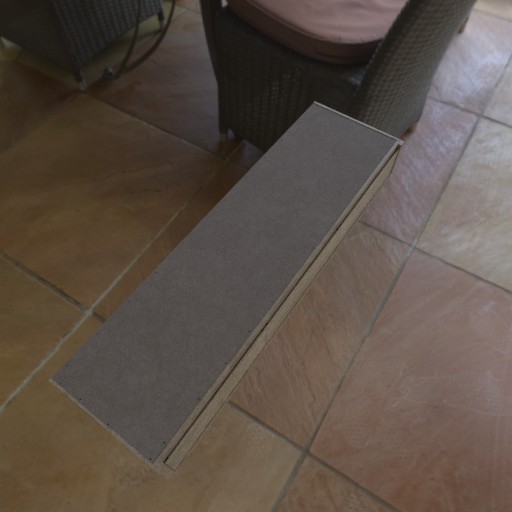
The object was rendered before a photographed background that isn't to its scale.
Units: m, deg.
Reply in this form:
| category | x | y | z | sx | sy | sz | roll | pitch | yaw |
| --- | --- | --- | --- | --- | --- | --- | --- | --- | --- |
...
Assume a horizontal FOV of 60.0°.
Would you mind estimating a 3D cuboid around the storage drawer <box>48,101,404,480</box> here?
| category | x | y | z | sx | sy | sz | roll | pitch | yaw |
| --- | --- | --- | --- | --- | --- | --- | --- | --- | --- |
| storage drawer | 0.000 | 0.000 | 2.260 | 0.591 | 0.274 | 2.072 | 31 | 63 | 18 |
